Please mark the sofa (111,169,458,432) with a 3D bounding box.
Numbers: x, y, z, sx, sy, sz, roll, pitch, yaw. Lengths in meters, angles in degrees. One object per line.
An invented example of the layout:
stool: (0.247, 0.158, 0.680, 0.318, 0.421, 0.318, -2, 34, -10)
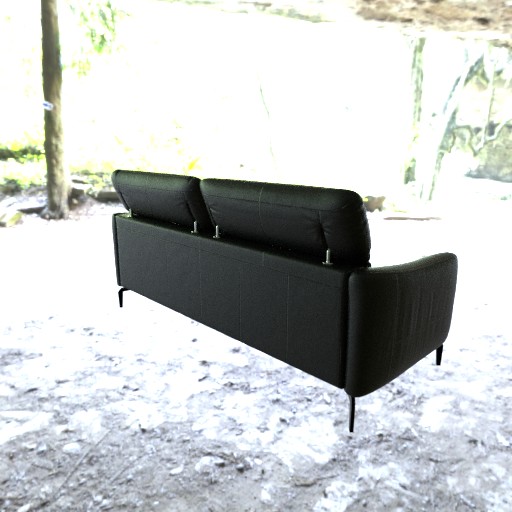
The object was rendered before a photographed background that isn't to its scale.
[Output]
sofa: (0.000, 0.000, 2.582, 0.856, 0.957, 2.069, -13, 20, -42)
